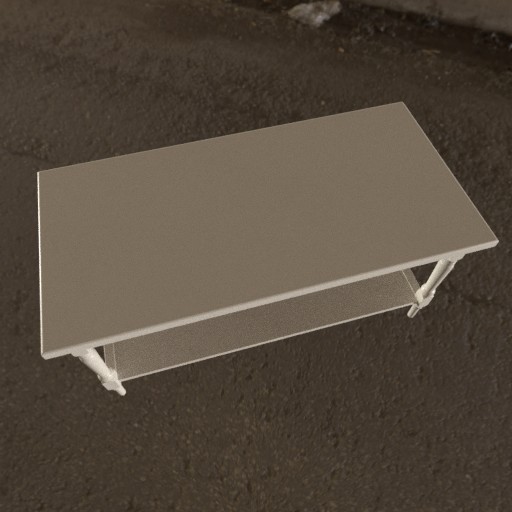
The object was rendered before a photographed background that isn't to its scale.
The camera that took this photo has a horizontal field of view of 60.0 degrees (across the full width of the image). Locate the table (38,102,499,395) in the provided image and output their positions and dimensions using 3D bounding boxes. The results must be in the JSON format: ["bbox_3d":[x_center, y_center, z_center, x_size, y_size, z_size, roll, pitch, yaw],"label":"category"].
[{"bbox_3d":[0.000,0.000,1.381,1.107,0.510,0.550,-13,59,-8],"label":"table"}]
